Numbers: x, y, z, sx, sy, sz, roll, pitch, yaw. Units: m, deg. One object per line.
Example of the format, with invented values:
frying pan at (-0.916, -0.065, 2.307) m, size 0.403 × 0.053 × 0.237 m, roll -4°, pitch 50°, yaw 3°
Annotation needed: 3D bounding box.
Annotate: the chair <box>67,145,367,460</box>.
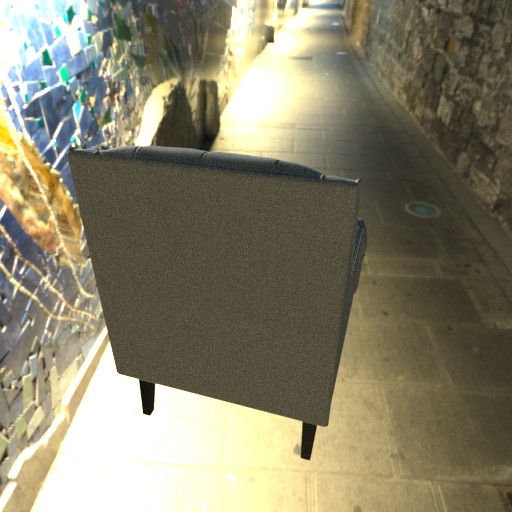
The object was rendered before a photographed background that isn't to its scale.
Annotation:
chair at (0.000, 0.000, 1.412) m, size 0.658 × 0.891 × 0.772 m, roll 9°, pitch 33°, yaw 15°
